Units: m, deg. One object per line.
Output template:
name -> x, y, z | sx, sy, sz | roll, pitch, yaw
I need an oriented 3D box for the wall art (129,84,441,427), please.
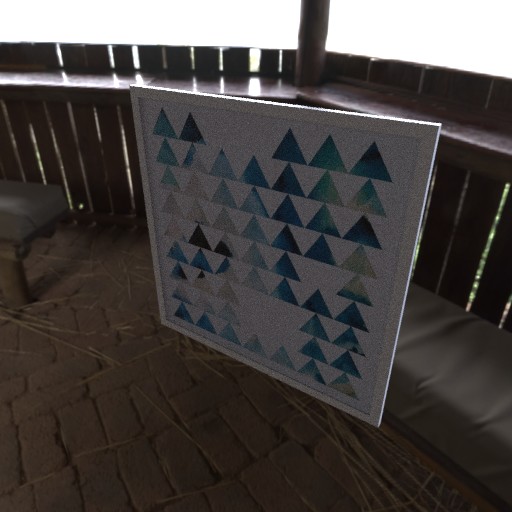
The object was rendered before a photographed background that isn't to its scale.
wall art -> 0.000, 0.000, 0.830 | 0.557, 0.557, 0.012 | 18, 35, 29
